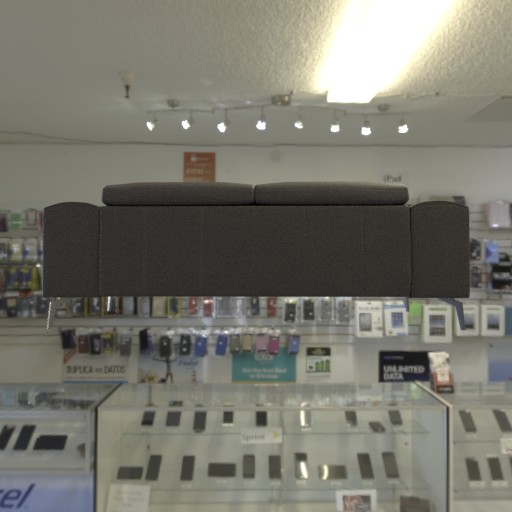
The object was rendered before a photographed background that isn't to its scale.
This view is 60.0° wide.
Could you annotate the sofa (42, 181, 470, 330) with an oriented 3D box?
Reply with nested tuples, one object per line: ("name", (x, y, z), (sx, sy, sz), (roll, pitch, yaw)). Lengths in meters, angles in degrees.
("sofa", (0.000, 0.000, 2.886), (2.330, 0.814, 1.048), (0, -1, 1))
